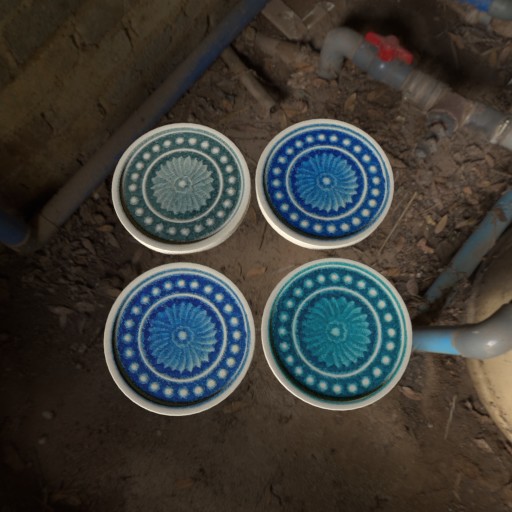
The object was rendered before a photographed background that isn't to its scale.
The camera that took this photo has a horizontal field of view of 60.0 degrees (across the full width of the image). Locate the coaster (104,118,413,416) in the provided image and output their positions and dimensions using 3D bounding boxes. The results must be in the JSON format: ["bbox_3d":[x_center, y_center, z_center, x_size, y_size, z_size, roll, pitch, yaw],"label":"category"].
[{"bbox_3d":[0.000,0.000,0.335,0.220,0.010,0.224,-2,76,0],"label":"coaster"}]
